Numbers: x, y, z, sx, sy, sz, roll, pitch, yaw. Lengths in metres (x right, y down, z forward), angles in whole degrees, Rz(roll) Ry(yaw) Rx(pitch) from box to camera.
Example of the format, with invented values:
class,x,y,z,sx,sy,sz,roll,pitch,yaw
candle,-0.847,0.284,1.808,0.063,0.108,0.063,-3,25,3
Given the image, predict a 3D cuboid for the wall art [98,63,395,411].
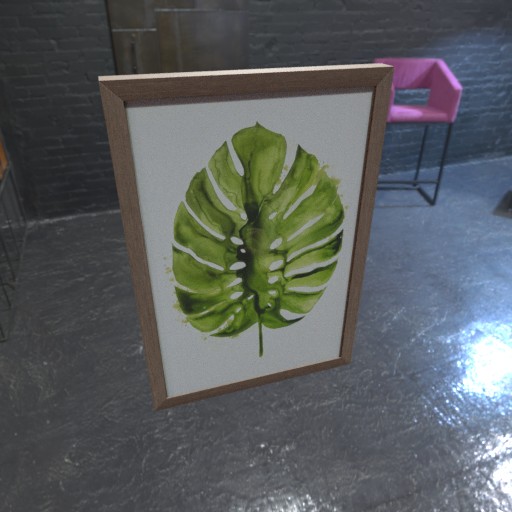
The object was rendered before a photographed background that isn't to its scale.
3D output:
class,x,y,z,sx,sy,sz,roll,pitch,yaw
wall art,0.000,0.000,0.656,0.358,0.510,0.032,-9,32,-15
